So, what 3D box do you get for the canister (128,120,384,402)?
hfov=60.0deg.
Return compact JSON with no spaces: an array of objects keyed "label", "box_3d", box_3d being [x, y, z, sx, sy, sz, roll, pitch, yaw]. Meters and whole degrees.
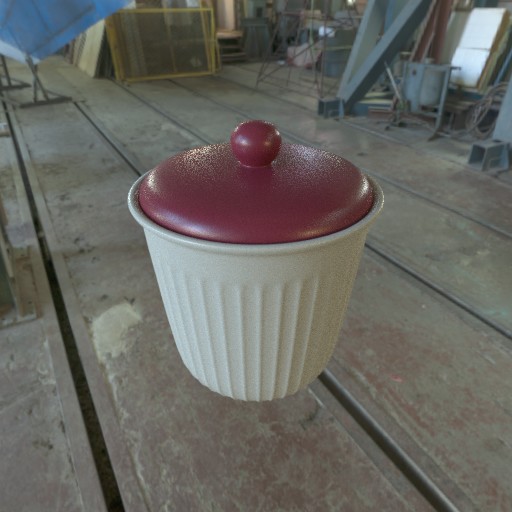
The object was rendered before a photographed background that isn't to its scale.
[{"label":"canister","box_3d":[0.000,0.000,0.352,0.181,0.211,0.181,0,31,0]}]
